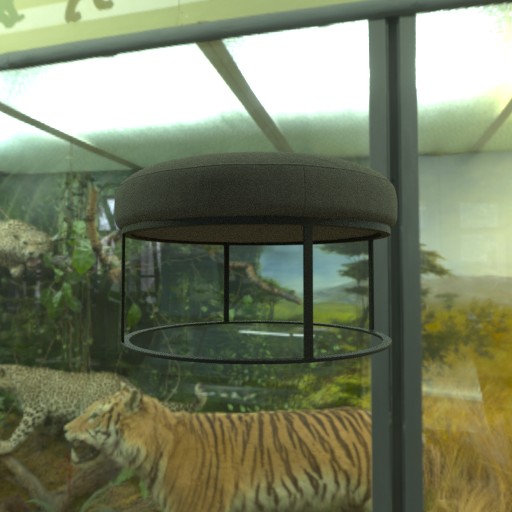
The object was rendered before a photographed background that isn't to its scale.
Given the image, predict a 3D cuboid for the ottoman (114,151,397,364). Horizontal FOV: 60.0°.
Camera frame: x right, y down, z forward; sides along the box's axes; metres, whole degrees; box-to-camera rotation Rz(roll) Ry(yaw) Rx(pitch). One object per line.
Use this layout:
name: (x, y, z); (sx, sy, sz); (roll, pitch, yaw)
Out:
ottoman: (0.000, 0.000, 1.257); (0.772, 0.460, 0.772); (0, -2, 0)
